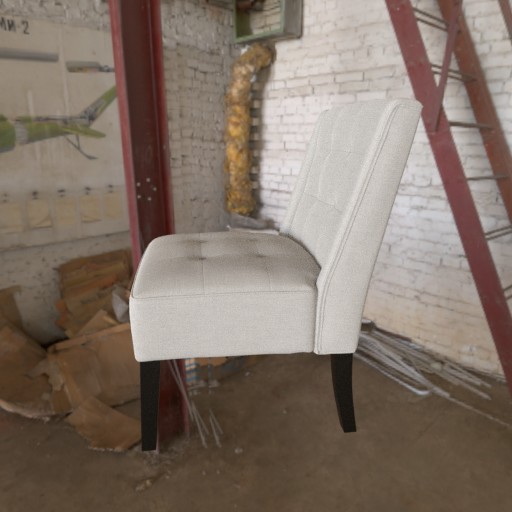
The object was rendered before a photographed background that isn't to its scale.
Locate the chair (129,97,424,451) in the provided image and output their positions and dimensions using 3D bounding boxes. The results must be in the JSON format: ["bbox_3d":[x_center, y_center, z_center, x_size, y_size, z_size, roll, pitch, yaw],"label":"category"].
[{"bbox_3d":[0.000,0.000,1.297,0.676,0.853,0.569,-2,16,-8],"label":"chair"}]
